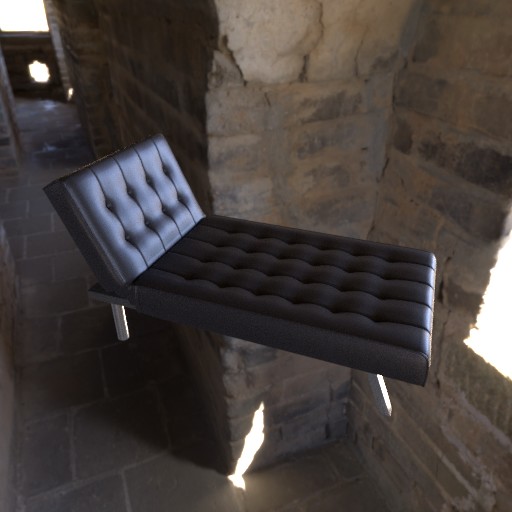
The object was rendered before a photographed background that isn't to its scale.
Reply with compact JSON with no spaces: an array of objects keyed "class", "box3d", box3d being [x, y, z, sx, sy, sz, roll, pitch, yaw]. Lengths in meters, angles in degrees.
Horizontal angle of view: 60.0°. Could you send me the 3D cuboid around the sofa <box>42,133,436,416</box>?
[{"class":"sofa","box3d":[0.000,0.000,2.009,1.560,0.820,0.760,11,32,18]}]
